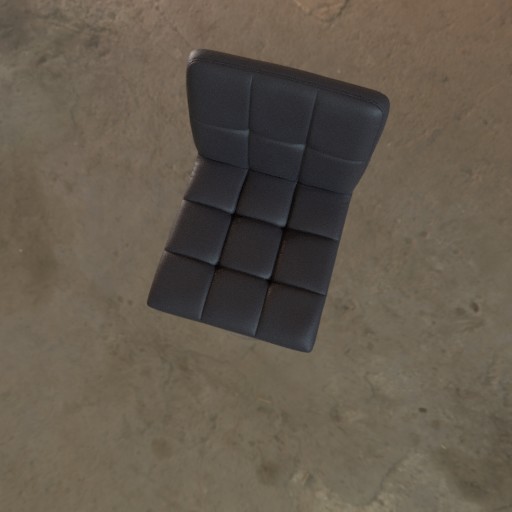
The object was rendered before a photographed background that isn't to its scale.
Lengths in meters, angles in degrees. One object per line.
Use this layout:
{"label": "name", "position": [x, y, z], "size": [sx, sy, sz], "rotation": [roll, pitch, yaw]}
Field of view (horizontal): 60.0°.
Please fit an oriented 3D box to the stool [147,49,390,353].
{"label": "stool", "position": [0.000, 0.000, 1.337], "size": [0.430, 1.115, 0.505], "rotation": [16, 76, 4]}
